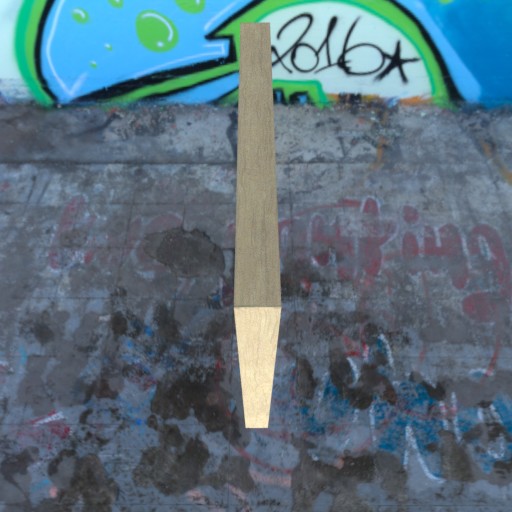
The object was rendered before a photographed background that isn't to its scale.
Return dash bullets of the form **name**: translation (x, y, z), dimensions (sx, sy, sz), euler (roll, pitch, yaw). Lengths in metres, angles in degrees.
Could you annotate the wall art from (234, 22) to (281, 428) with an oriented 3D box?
- **wall art**: translation (0.000, 0.000, 0.521), dimensions (0.030, 0.380, 0.312), euler (0, 58, 0)
